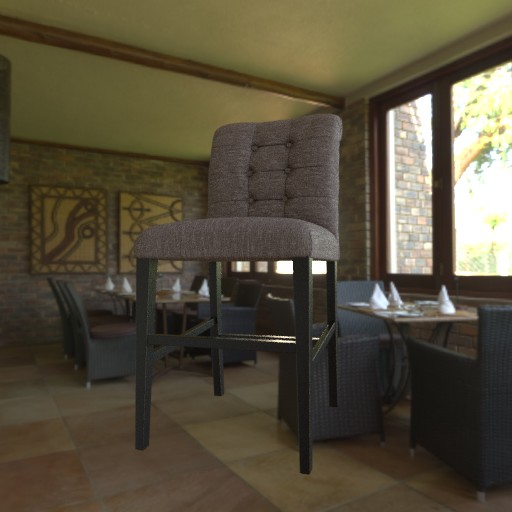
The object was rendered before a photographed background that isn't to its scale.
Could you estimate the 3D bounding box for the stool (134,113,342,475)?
[{"bbox_3d":[0.000,0.000,1.319,0.457,0.970,0.611,0,-2,18],"label":"stool"}]
